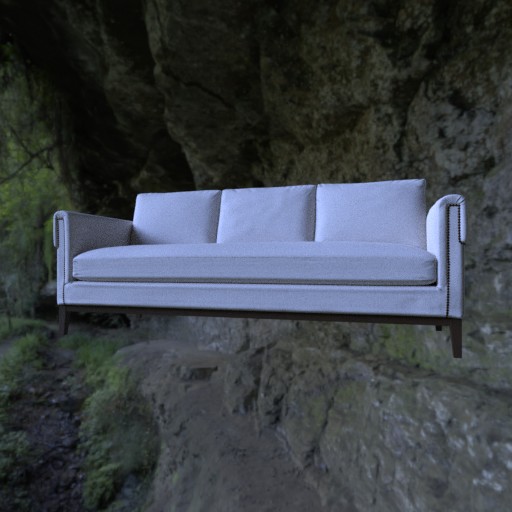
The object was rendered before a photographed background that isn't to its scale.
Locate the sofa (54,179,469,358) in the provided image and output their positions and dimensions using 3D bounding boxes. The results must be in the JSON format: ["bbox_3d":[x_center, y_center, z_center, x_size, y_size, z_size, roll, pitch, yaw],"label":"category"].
[{"bbox_3d":[0.000,0.000,2.635,2.198,0.911,0.902,0,-1,17],"label":"sofa"}]
